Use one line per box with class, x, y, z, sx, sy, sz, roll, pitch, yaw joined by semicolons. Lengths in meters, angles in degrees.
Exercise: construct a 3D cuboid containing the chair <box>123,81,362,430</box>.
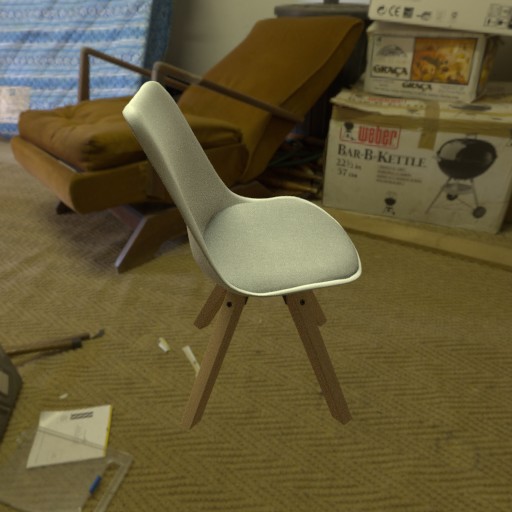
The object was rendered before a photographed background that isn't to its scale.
chair;0.000;0.000;1.193;0.550;0.850;0.485;-1;33;-2
